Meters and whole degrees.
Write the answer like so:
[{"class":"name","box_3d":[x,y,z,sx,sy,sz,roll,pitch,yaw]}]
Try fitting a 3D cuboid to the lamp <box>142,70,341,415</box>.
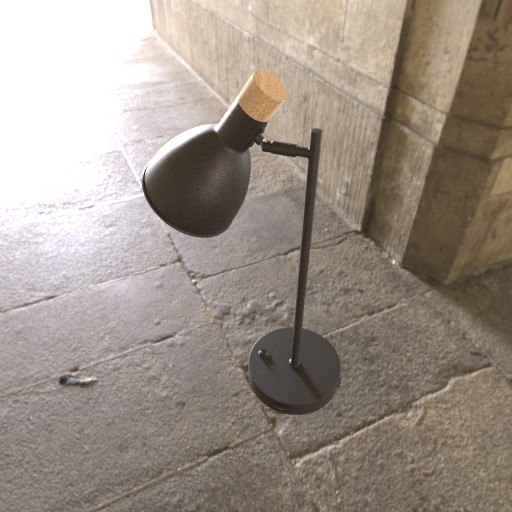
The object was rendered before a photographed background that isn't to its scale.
[{"class":"lamp","box_3d":[0.000,0.000,0.597,0.287,0.483,0.152,13,42,15]}]
